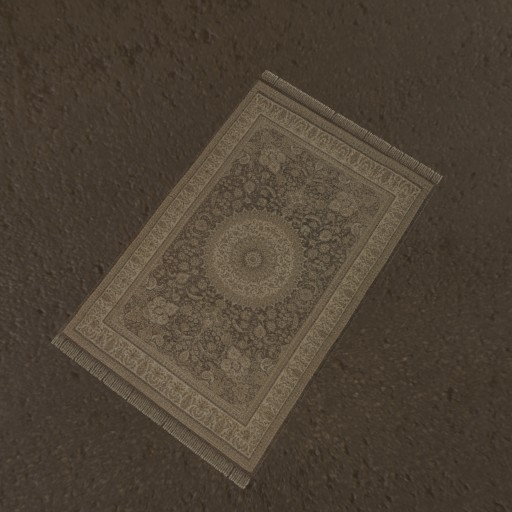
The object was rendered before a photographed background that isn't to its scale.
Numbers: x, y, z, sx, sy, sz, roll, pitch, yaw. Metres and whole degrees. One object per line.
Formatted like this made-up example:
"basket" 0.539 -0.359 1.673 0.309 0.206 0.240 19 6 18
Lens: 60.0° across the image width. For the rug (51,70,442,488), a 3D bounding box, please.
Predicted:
"rug" 0.000 0.000 2.976 1.528 0.010 2.440 34 79 8
